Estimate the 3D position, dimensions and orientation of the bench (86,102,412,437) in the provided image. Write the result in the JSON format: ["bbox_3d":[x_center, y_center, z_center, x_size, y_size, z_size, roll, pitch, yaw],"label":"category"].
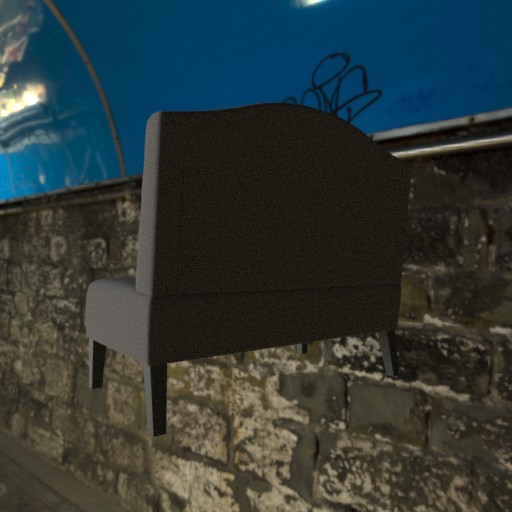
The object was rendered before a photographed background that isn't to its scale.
[{"bbox_3d":[0.000,0.000,2.073,1.335,1.180,0.815,1,-1,-37],"label":"bench"}]
